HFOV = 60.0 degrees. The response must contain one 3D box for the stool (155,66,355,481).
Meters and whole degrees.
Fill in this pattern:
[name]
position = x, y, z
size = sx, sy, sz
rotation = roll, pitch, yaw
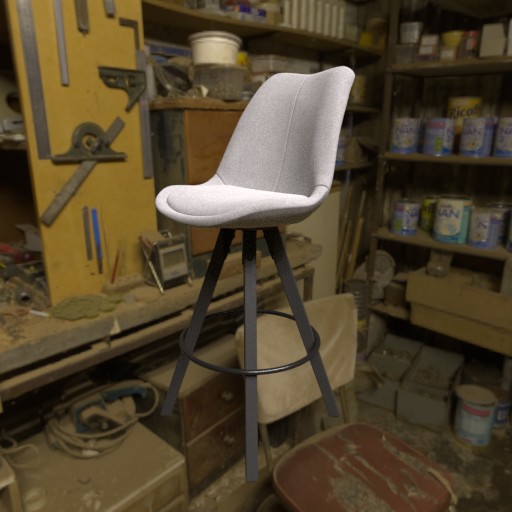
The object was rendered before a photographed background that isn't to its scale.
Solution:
[stool]
position = 0.000, 0.000, 1.379
size = 0.485, 1.115, 0.550
rotation = 15, 22, 42
